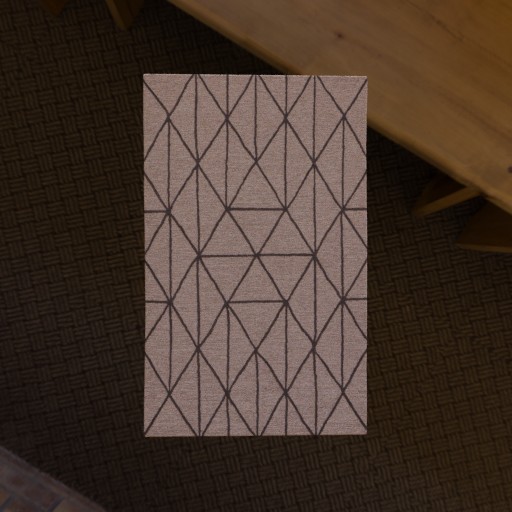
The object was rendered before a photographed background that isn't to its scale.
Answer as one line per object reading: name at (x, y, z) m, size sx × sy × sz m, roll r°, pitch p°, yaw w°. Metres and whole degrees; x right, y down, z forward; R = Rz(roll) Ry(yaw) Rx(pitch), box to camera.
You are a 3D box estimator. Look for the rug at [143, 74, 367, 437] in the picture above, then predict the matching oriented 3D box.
rug at (0.000, 0.000, 3.033) m, size 1.526 × 0.008 × 2.465 m, roll 0°, pitch 90°, yaw -1°
